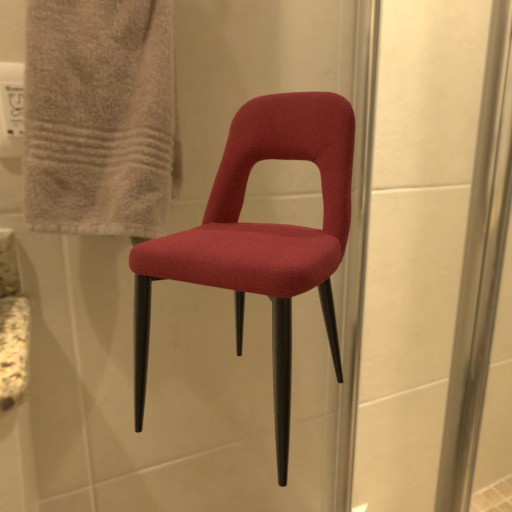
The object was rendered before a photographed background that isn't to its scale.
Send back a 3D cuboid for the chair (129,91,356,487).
[{"bbox_3d":[0.000,0.000,1.207,0.483,0.892,0.569,7,16,27],"label":"chair"}]
